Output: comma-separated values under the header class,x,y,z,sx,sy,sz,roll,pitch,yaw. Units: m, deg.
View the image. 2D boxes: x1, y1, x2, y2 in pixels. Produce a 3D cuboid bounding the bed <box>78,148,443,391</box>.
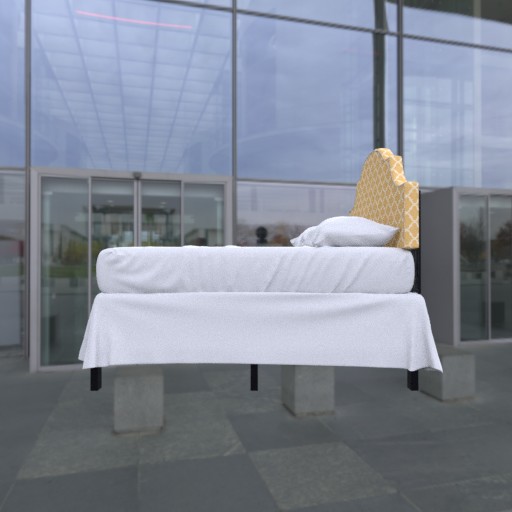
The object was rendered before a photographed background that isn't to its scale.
class,x,y,z,sx,sy,sz,roll,pitch,yaw
bed,0.000,0.000,3.441,2.222,1.633,1.780,0,0,0
